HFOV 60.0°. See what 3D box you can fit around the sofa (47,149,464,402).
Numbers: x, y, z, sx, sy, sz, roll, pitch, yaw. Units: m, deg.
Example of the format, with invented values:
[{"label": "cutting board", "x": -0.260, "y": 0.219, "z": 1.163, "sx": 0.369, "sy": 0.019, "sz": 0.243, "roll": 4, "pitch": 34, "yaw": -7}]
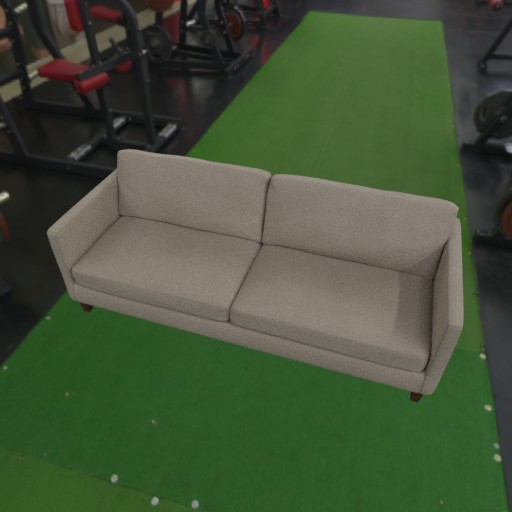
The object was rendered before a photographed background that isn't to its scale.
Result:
[{"label": "sofa", "x": 0.000, "y": 0.000, "z": 2.876, "sx": 2.404, "sy": 0.912, "sz": 0.988, "roll": 12, "pitch": 42, "yaw": 14}]
